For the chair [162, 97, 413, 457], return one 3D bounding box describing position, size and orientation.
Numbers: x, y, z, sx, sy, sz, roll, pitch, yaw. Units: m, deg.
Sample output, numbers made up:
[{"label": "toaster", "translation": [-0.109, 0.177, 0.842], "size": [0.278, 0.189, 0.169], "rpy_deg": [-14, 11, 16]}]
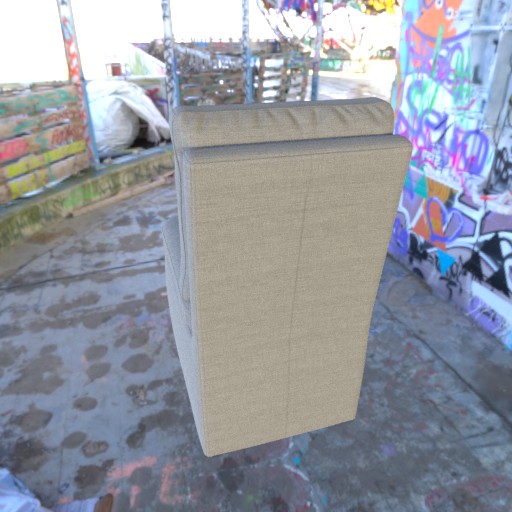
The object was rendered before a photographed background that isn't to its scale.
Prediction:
[{"label": "chair", "translation": [0.000, 0.000, 1.318], "size": [0.503, 0.927, 0.698], "rpy_deg": [-8, 28, -15]}]
